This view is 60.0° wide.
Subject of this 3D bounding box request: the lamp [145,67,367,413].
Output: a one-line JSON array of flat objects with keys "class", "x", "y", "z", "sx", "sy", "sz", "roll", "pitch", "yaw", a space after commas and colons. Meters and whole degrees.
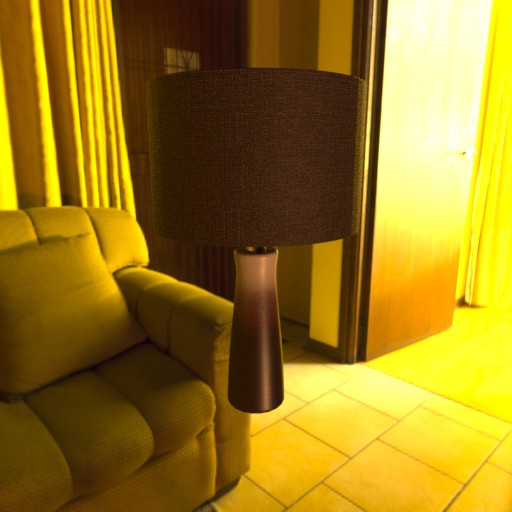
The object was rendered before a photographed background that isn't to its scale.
[{"class": "lamp", "x": 0.000, "y": 0.000, "z": 0.680, "sx": 0.303, "sy": 0.488, "sz": 0.303, "roll": 0, "pitch": 13, "yaw": 0}]
